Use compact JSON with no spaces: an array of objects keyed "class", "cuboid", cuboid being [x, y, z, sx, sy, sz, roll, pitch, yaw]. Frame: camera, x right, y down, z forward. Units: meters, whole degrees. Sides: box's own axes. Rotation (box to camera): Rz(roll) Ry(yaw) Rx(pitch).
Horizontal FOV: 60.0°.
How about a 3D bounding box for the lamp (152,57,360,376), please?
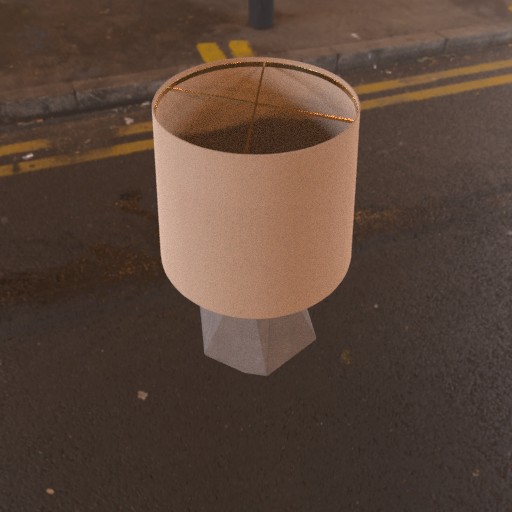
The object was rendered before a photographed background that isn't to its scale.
[{"class":"lamp","cuboid":[0.000,0.000,0.671,0.276,0.501,0.276,0,46,0]}]
